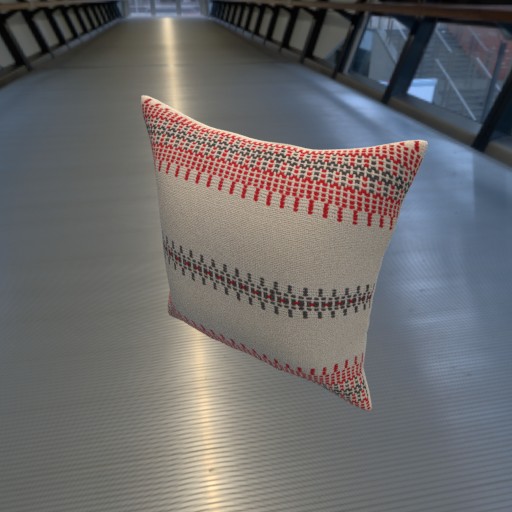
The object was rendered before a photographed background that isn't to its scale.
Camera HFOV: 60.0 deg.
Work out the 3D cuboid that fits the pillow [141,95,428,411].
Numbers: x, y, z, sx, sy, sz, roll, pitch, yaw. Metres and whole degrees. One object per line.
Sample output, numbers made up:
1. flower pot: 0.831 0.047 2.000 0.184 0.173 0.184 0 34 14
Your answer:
1. pillow: 0.000 0.000 0.726 0.463 0.454 0.160 20 36 29
